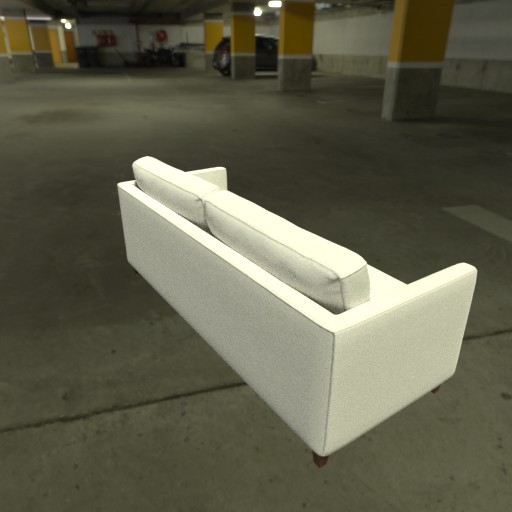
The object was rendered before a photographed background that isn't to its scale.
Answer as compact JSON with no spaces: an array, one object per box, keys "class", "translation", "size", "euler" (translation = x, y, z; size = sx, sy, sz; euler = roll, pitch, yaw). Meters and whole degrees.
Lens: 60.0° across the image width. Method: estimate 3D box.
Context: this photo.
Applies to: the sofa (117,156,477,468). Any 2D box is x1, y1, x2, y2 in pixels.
[{"class":"sofa","translation":[0.000,0.000,2.794],"size":[0.951,0.962,2.361],"euler":[-16,30,-31]}]
